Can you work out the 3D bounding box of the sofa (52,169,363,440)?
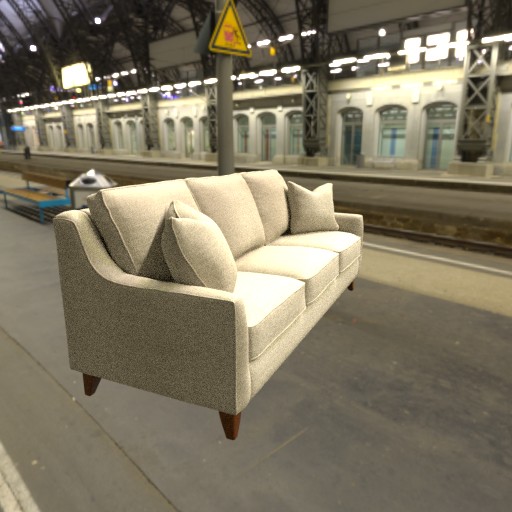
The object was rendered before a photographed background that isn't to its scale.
[{"bbox_3d":[0.000,0.000,2.555,0.865,0.914,2.031,7,16,24],"label":"sofa"}]
